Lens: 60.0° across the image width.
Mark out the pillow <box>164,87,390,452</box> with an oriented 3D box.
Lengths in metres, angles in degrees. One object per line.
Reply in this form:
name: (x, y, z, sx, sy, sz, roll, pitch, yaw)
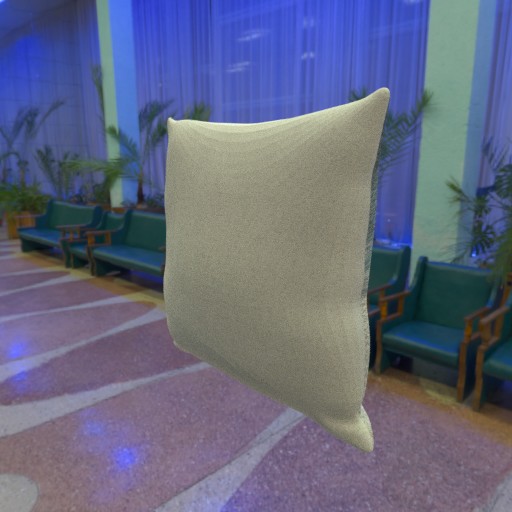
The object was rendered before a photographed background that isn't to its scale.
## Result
pillow: (0.000, 0.000, 0.672, 0.182, 0.441, 0.440, -12, 17, -43)
